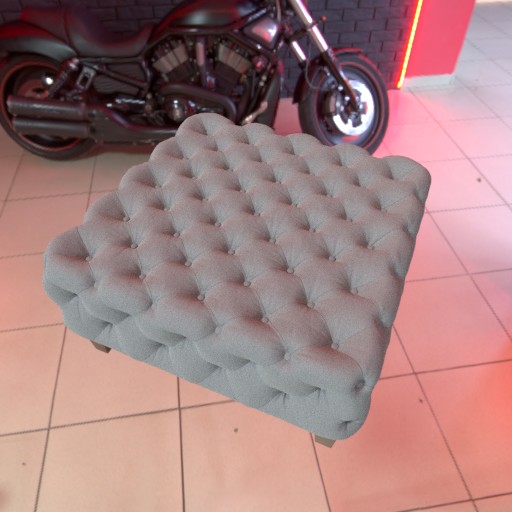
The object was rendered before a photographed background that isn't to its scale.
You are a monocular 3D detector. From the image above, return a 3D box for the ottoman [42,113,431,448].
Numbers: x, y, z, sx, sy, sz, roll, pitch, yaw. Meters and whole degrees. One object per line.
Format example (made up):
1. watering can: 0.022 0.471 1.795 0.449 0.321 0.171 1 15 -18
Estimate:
1. ottoman: 0.000 0.000 1.417 0.917 0.439 0.911 17 48 16
